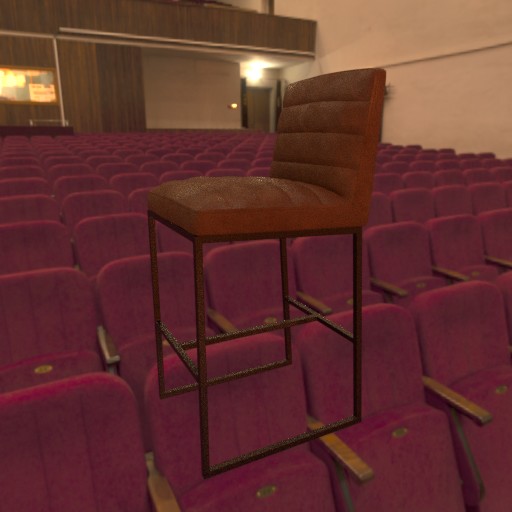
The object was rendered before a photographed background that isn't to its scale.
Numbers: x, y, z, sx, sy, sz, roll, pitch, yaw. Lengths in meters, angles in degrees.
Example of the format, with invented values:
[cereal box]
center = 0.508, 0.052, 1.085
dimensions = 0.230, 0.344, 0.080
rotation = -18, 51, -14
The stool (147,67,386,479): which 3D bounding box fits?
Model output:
[stool]
center = 0.000, 0.000, 1.350
dimensions = 0.562, 1.065, 0.463
rotation = -8, 17, -26
